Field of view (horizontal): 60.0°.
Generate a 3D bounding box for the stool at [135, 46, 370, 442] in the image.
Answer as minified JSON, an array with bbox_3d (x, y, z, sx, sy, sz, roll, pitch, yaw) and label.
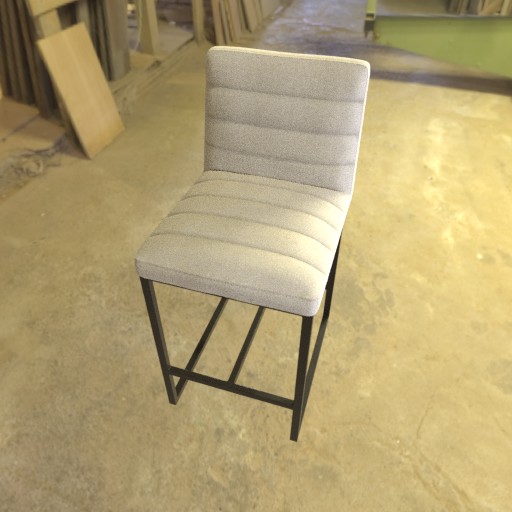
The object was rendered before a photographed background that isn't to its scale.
[{"bbox_3d":[0.000,0.000,1.284,0.459,0.971,0.567,12,42,13],"label":"stool"}]
